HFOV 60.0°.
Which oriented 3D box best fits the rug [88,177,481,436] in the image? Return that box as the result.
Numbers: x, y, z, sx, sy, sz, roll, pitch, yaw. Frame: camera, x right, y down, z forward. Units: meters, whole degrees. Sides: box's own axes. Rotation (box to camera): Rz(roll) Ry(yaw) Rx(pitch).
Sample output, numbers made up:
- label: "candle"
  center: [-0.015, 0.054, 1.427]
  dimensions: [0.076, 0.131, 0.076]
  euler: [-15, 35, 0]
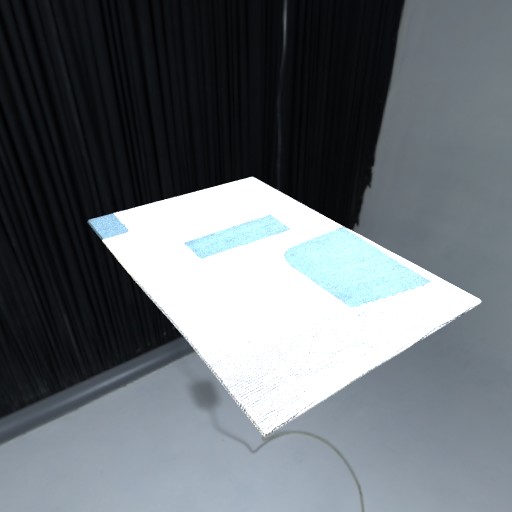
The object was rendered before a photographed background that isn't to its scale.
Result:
- label: "rug"
  center: [0.000, 0.000, 2.373]
  dimensions: [1.238, 0.020, 1.847]
  euler: [-20, 37, -29]
